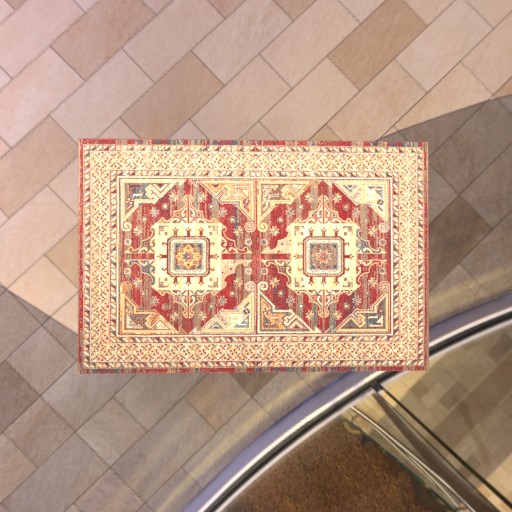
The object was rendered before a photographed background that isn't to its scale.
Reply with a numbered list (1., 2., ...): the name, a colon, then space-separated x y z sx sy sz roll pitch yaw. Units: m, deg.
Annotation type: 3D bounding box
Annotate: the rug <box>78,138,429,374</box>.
1. rug: 0.000 0.000 5.795 4.578 0.033 3.033 0 90 -2
